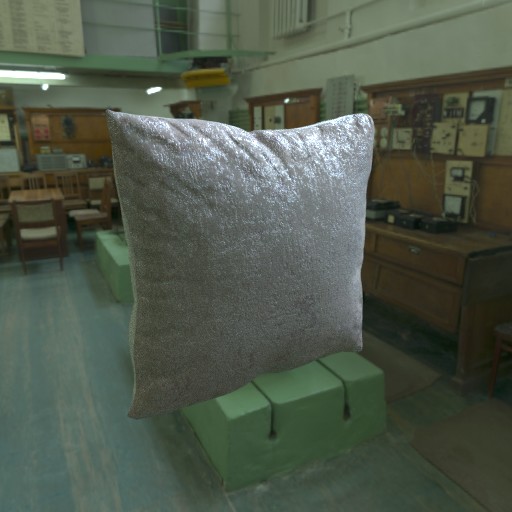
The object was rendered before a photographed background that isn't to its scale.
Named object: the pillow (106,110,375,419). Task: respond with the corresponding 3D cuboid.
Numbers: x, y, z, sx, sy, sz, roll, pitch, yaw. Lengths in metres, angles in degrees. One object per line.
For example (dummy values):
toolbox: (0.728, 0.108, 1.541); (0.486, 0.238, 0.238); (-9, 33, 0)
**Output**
pillow: (0.000, 0.000, 0.721); (0.450, 0.448, 0.245); (-8, 18, -27)
